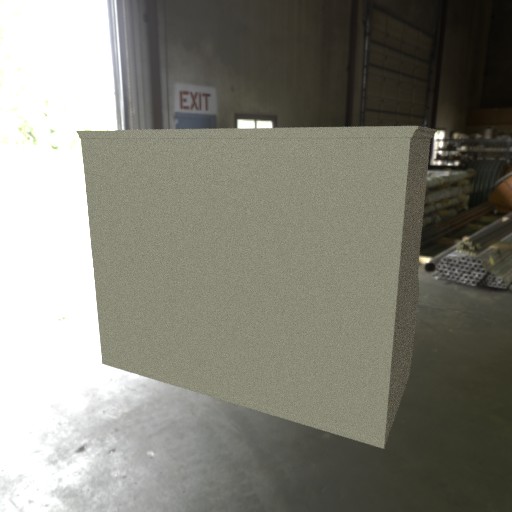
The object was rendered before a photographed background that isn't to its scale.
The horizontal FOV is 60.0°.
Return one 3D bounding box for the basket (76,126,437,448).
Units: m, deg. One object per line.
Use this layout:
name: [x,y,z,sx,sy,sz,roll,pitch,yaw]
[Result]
basket: [0.000,0.000,1.146,0.792,0.625,0.376,7,16,26]
